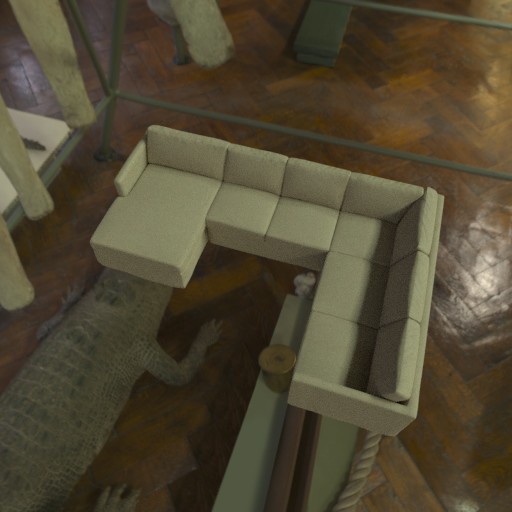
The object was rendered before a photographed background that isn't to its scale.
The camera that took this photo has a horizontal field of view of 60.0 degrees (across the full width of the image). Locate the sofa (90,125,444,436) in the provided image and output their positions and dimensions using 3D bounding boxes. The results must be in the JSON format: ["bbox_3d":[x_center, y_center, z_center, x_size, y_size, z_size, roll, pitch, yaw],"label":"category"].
[{"bbox_3d":[0.000,0.000,4.611,3.528,0.878,2.476,15,59,10],"label":"sofa"}]
